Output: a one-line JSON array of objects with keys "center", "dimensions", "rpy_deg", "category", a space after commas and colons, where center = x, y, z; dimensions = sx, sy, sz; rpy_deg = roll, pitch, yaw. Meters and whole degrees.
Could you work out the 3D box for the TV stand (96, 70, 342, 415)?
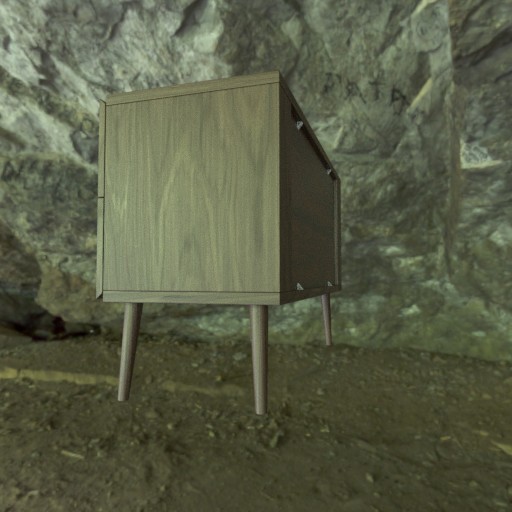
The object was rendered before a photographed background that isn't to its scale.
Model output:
[{"center": [0.000, 0.000, 1.362], "dimensions": [0.405, 0.660, 0.990], "rpy_deg": [-1, -3, 17], "category": "TV stand"}]
